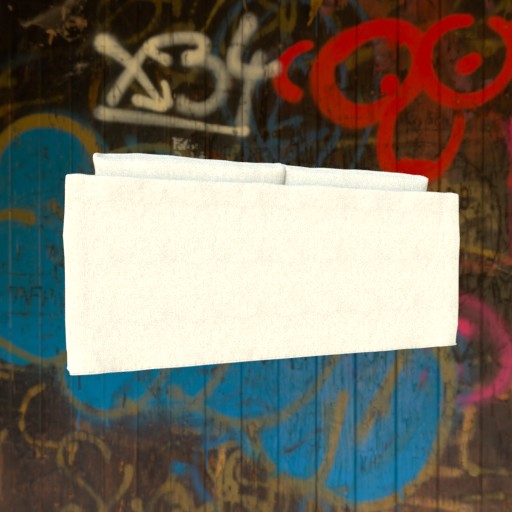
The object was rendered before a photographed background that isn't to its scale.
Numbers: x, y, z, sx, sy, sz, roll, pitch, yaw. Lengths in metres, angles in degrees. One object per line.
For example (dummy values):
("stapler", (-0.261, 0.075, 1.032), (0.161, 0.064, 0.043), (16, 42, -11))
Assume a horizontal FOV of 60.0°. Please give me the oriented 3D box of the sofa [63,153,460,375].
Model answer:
("sofa", (0.000, 0.000, 2.233), (1.727, 0.830, 0.944), (0, 0, -18))
